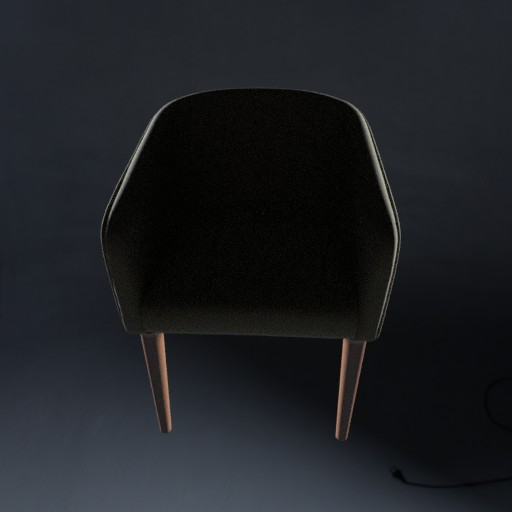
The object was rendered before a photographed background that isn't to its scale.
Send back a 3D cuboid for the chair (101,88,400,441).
[{"bbox_3d":[0.000,0.000,1.197,0.584,0.775,0.616,1,29,2],"label":"chair"}]
